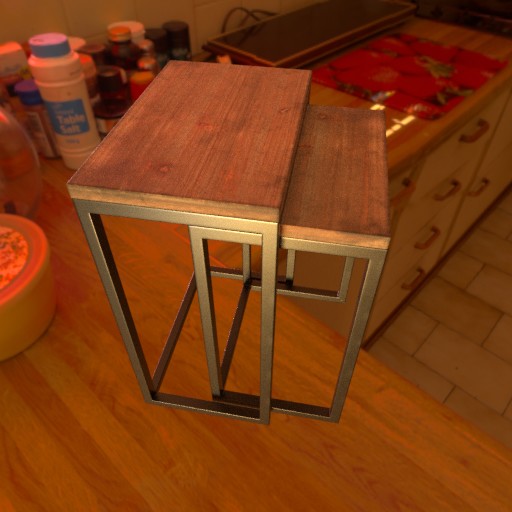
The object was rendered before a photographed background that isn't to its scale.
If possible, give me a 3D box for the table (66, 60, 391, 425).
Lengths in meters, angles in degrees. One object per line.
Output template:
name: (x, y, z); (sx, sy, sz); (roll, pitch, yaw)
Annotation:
table: (0.000, 0.000, 0.937); (0.460, 0.615, 0.456); (9, 45, 9)
